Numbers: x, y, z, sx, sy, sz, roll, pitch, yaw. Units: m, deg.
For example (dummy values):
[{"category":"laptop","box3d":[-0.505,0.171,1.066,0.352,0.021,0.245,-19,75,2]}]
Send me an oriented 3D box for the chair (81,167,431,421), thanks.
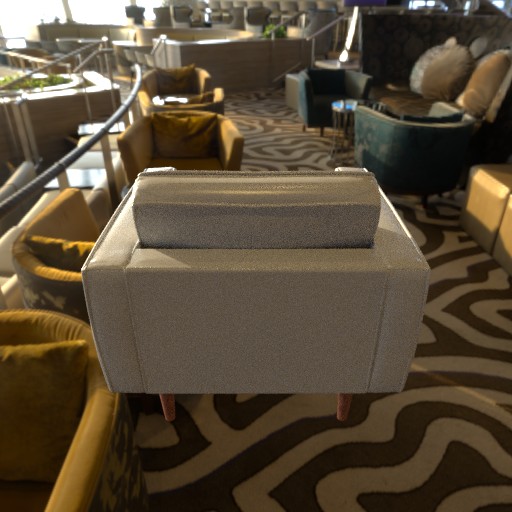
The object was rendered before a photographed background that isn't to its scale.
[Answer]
[{"category":"chair","box3d":[0.000,0.000,1.556,0.928,0.773,0.843,0,30,0]}]
